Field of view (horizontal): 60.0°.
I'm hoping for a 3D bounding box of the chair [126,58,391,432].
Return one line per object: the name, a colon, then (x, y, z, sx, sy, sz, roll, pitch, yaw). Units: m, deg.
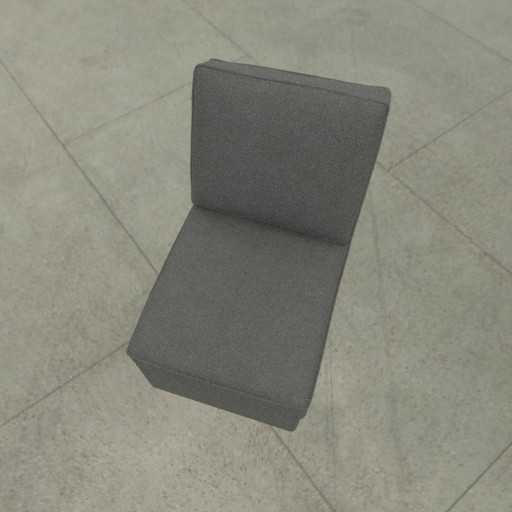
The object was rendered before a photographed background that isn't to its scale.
chair: (0.000, 0.000, 1.556, 0.621, 0.970, 0.938, 15, 60, 9)
